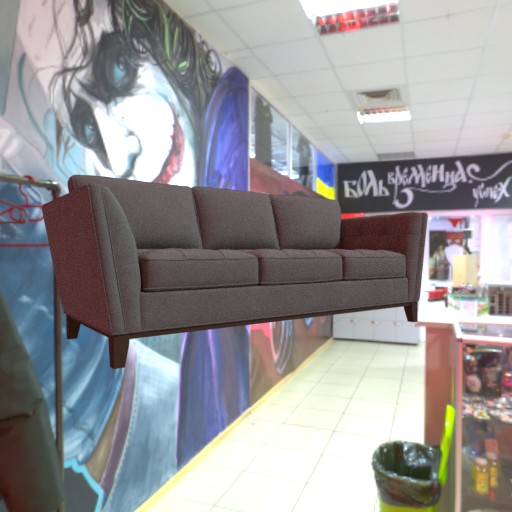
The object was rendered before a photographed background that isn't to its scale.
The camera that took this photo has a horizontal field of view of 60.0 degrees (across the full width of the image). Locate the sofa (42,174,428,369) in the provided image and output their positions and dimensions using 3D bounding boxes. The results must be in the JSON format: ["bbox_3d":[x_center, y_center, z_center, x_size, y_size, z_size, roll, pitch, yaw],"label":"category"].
[{"bbox_3d":[0.000,0.000,2.888,2.387,0.940,0.965,0,1,-36],"label":"sofa"}]
